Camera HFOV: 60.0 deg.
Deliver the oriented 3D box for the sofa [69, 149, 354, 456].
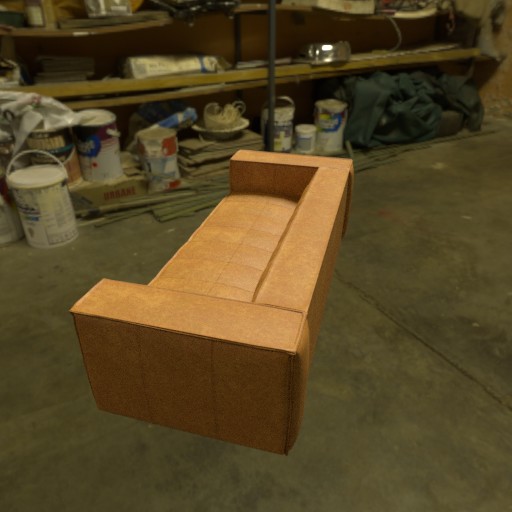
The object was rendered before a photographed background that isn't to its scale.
[{"bbox_3d":[0.000,0.000,3.078,1.102,0.701,2.581,8,31,14],"label":"sofa"}]
